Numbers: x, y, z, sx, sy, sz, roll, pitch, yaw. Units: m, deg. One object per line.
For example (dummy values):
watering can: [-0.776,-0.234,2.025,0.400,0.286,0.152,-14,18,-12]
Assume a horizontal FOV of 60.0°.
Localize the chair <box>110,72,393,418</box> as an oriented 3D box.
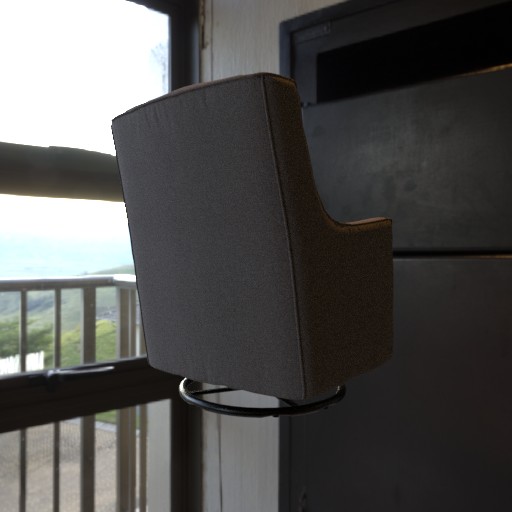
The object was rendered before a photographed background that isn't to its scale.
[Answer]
chair: [0.000,0.000,1.621,0.732,0.993,0.879,0,0,37]
